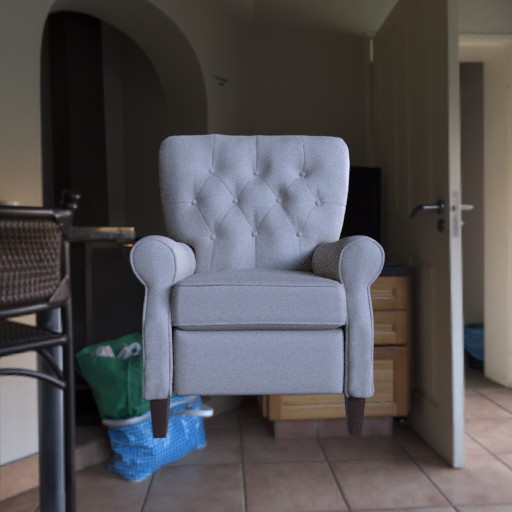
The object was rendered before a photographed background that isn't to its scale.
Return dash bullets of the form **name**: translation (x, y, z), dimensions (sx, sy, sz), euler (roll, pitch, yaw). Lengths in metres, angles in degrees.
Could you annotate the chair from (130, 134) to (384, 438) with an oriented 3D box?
- **chair**: translation (0.000, 0.000, 1.946), dimensions (0.942, 1.209, 1.025), euler (0, 1, -2)
